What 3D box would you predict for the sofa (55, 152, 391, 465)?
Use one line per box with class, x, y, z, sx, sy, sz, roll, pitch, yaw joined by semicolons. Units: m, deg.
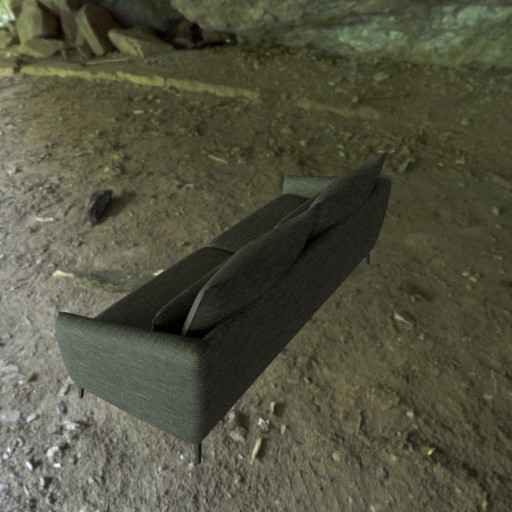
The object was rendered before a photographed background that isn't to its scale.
sofa;0.000;0.000;2.437;0.807;0.843;2.019;20;37;29
